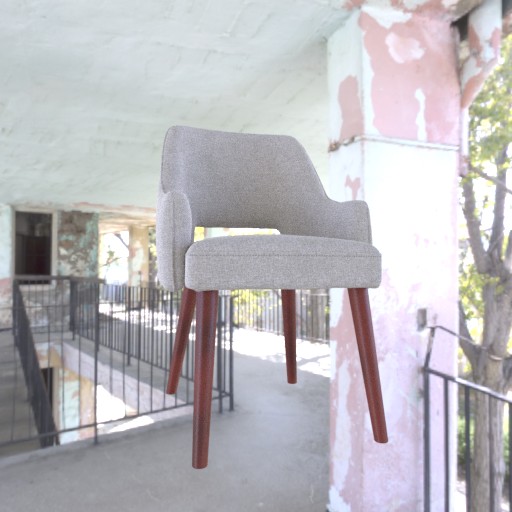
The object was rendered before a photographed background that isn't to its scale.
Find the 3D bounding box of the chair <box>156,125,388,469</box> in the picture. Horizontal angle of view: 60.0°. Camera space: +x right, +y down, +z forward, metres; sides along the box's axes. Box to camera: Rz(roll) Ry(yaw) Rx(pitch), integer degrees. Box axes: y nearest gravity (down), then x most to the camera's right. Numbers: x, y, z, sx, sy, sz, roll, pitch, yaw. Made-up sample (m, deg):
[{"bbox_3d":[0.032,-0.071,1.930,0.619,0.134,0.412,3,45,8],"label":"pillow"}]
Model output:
[{"bbox_3d":[0.000,0.000,1.226,0.548,0.849,0.605,0,-1,-17],"label":"chair"}]
